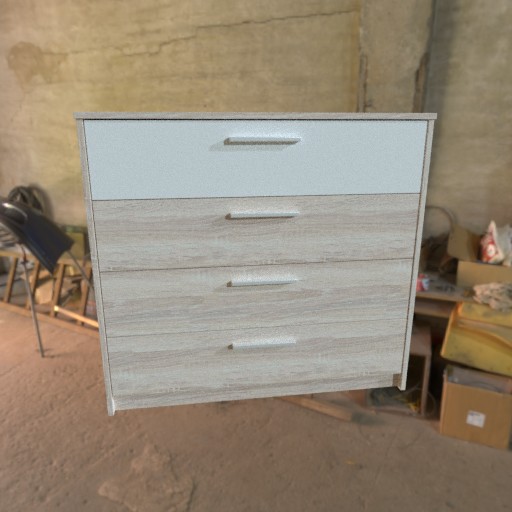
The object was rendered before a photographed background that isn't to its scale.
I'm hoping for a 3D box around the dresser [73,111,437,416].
[{"bbox_3d":[0.000,0.000,1.475,0.980,0.900,0.380,-2,17,-8],"label":"dresser"}]
